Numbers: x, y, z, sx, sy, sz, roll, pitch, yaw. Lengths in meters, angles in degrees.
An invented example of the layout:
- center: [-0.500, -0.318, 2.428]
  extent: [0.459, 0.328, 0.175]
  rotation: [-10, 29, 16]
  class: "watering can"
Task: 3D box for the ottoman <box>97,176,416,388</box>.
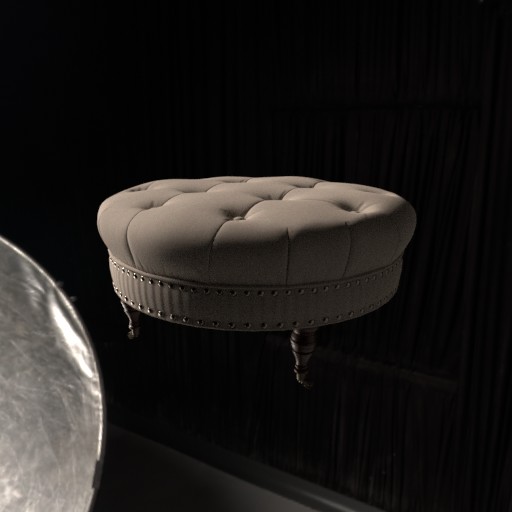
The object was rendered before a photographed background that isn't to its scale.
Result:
- center: [0.000, 0.000, 1.359]
  extent: [0.901, 0.439, 0.901]
  rotation: [0, 16, 0]
  class: "ottoman"
